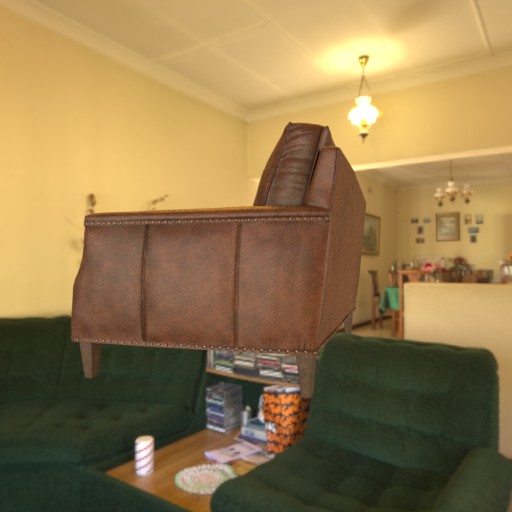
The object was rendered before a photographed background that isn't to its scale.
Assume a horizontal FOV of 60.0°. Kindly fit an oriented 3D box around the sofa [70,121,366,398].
[{"bbox_3d":[0.000,0.000,2.358,1.083,1.003,1.628,0,-1,17],"label":"sofa"}]
